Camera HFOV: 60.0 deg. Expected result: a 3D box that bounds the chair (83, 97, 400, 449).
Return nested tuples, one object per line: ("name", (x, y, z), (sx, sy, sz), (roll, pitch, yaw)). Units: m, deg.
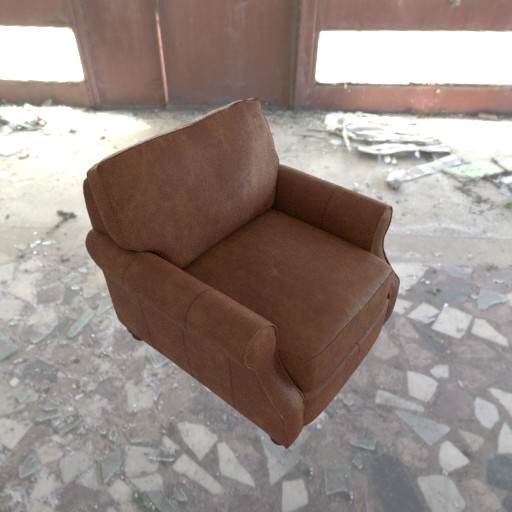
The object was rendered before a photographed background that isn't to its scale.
("chair", (0.000, 0.000, 1.771), (0.986, 0.962, 0.983), (27, 46, 29))
